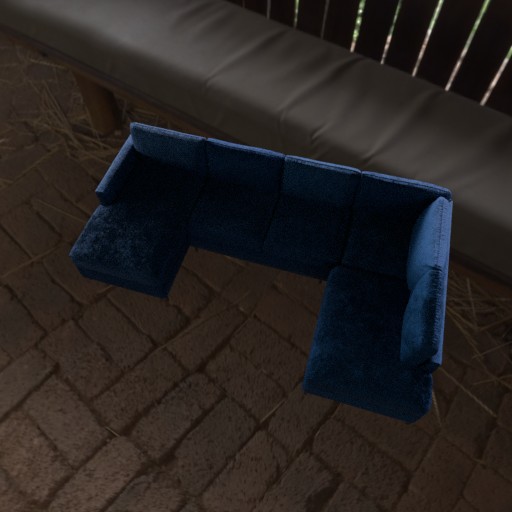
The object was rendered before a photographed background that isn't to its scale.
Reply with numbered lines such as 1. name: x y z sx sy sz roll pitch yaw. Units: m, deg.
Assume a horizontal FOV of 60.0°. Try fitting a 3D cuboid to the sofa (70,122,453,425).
1. sofa: 0.000 0.000 4.225 3.434 0.992 2.055 14 59 9
